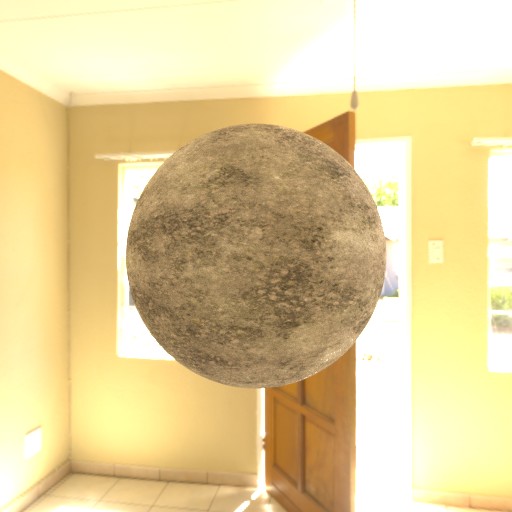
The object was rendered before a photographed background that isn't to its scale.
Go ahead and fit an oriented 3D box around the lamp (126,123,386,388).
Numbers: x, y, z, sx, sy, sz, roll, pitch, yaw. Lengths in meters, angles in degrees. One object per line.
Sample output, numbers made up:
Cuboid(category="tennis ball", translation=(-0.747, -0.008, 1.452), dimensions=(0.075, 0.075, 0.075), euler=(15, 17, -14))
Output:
Cuboid(category="lamp", translation=(0.000, 0.000, 0.747), dimensions=(0.422, 0.429, 0.422), euler=(0, 0, 0))
